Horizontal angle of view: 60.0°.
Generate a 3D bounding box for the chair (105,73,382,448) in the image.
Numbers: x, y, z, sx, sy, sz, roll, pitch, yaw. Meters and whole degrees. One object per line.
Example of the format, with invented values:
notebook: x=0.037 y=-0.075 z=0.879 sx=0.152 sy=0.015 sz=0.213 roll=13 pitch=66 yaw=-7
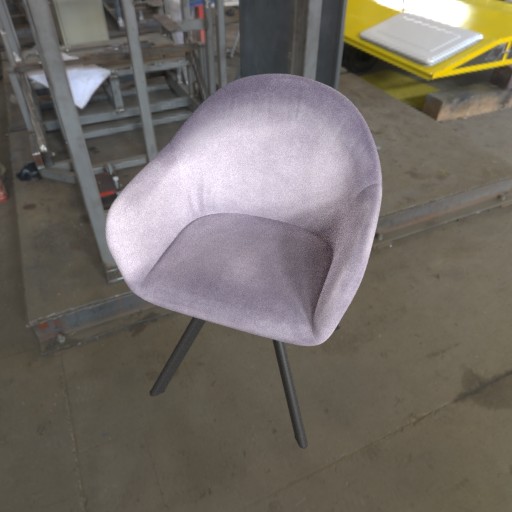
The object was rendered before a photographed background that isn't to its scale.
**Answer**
chair: x=0.000 y=0.000 z=1.168 sx=0.570 sy=0.780 sz=0.540 roll=13 pitch=43 yaw=15
